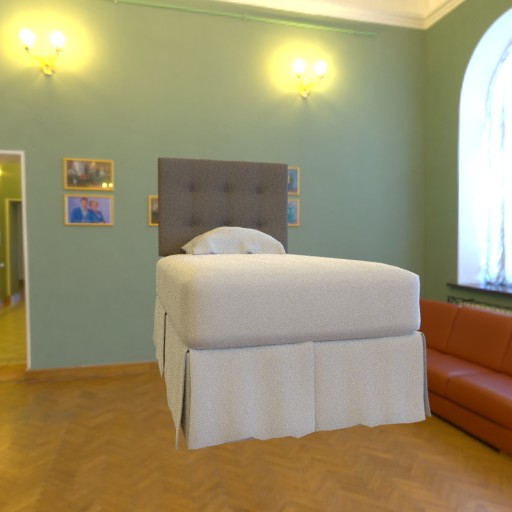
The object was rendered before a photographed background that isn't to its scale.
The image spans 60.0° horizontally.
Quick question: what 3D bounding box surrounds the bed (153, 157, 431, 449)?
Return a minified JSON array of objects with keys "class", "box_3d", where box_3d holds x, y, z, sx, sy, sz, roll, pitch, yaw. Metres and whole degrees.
[{"class":"bed","box_3d":[0.000,0.000,2.924,1.261,1.571,1.997,-1,2,-16]}]
